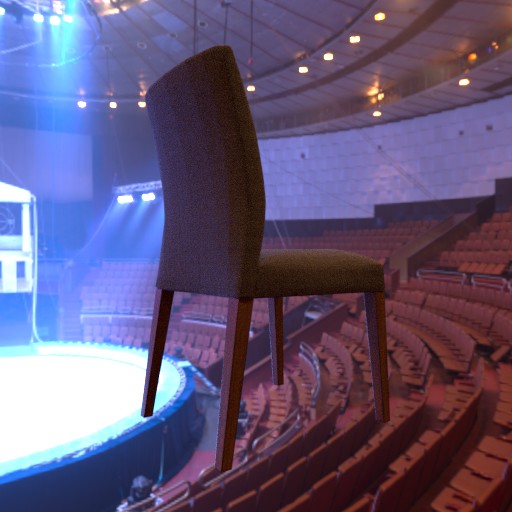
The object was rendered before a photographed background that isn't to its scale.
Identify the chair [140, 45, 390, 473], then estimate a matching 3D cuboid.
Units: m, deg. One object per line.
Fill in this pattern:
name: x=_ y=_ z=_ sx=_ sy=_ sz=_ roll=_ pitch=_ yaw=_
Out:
chair: x=0.000 y=0.000 z=1.292 sx=0.585 sy=0.940 sz=0.496 roll=1 pitch=-1 yaw=-37
